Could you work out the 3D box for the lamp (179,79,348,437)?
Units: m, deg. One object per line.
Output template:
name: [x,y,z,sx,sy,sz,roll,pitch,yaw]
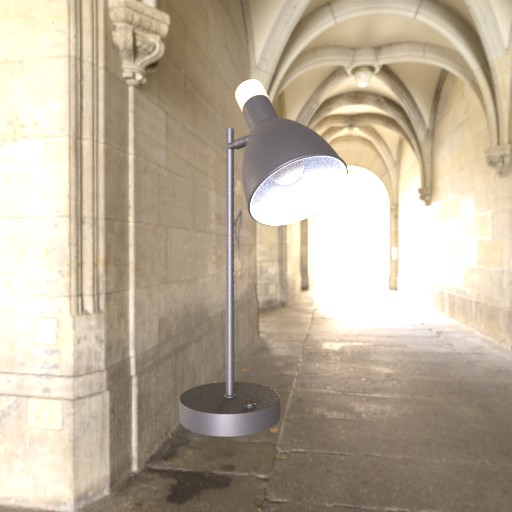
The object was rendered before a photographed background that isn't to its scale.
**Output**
lamp: [0.000,0.000,0.611,0.152,0.483,0.287,0,1,-35]
